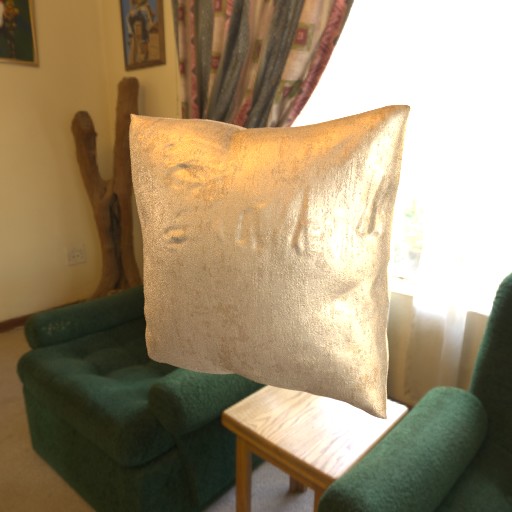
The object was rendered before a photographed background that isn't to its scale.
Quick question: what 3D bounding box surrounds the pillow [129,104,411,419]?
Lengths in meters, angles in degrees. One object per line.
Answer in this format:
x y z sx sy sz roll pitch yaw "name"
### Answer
0.000 0.000 0.710 0.450 0.448 0.245 7 17 26 "pillow"
